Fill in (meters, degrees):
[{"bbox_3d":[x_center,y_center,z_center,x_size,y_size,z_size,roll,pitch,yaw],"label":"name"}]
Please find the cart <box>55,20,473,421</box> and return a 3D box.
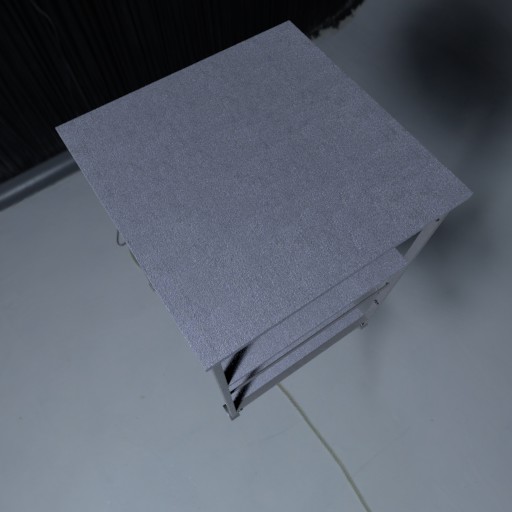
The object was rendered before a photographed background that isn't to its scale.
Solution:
[{"bbox_3d":[0.000,0.000,1.107,0.520,0.762,0.521,-31,68,-14],"label":"cart"}]
